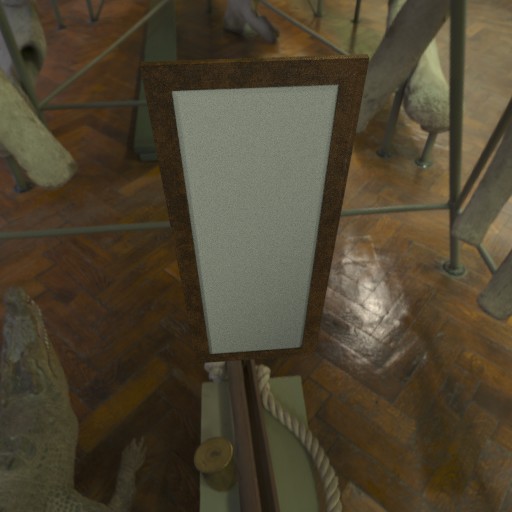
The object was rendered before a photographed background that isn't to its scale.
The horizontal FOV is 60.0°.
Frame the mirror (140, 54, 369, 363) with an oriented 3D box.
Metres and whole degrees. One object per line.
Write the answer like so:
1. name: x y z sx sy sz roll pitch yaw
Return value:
1. mirror: 0.000 0.000 2.313 0.812 2.031 0.032 -3 47 -3
